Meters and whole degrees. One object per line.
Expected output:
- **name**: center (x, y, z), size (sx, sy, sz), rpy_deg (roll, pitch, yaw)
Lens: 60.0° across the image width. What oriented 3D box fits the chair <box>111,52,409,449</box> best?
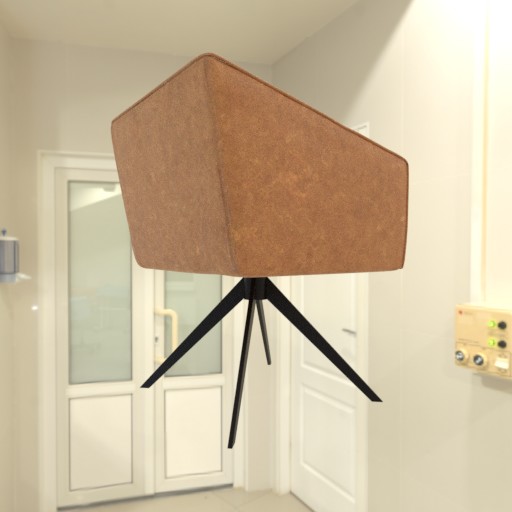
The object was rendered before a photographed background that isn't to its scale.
- **chair**: center (0.000, 0.000, 1.217), size (0.625, 0.760, 0.588), rpy_deg (-1, 1, -35)
